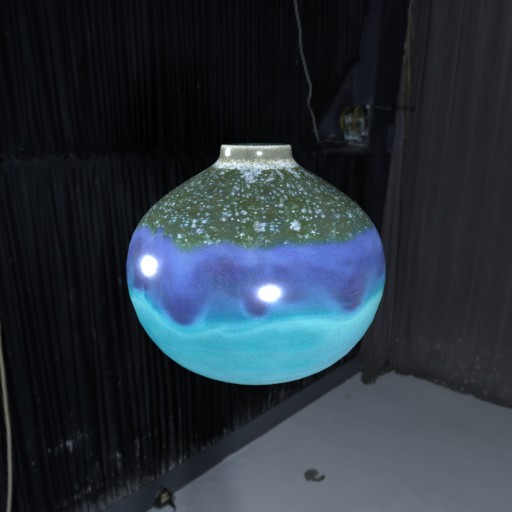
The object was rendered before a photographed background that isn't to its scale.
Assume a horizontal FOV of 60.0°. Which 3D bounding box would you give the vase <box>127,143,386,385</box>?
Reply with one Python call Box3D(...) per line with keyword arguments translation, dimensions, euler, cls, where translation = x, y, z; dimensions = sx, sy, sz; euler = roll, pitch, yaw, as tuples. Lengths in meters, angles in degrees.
Box3D(translation=(0.000, 0.000, 0.272), dimensions=(0.154, 0.133, 0.154), euler=(0, 16, 0), cls="vase")
